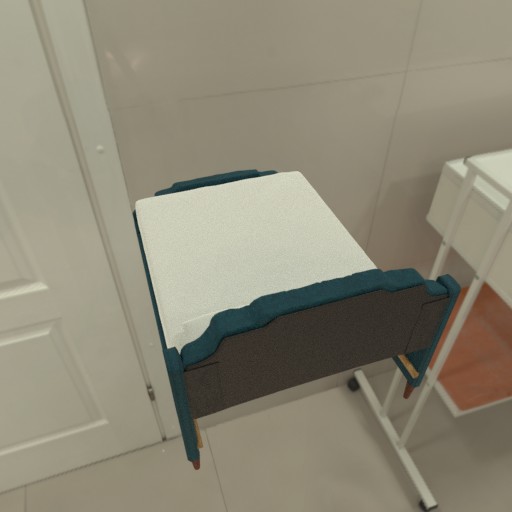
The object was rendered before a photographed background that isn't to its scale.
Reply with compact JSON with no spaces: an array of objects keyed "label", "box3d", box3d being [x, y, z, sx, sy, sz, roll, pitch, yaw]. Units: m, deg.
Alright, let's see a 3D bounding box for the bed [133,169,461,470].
[{"label":"bed","box3d":[0.000,0.000,3.419,1.676,1.351,2.322,-13,43,-14]}]
